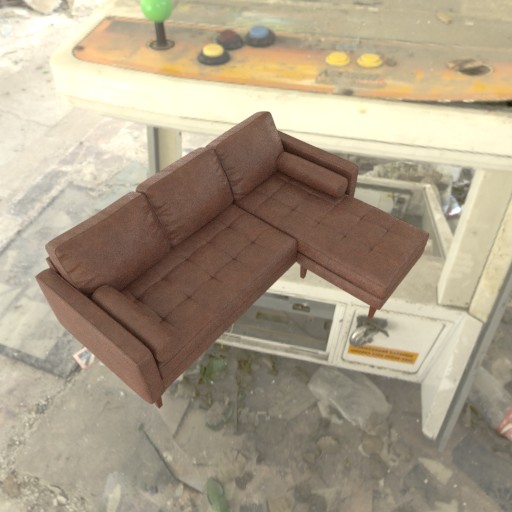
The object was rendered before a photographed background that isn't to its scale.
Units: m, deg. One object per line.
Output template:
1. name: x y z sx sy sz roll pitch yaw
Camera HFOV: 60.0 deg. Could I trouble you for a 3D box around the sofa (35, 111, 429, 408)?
1. sofa: 0.000 0.000 2.933 1.613 0.841 2.185 31 54 25
